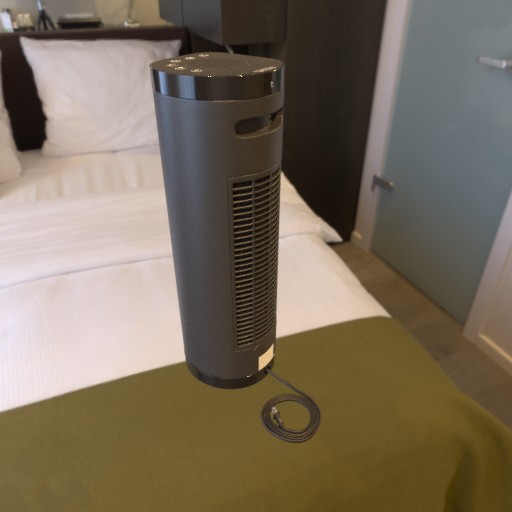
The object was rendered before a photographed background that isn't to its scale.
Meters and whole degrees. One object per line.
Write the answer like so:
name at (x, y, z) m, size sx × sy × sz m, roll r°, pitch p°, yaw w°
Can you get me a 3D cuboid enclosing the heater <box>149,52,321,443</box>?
heater at (0.000, 0.000, 0.702) m, size 0.312 × 0.552 × 0.174 m, roll 22°, pitch 39°, yaw 30°
